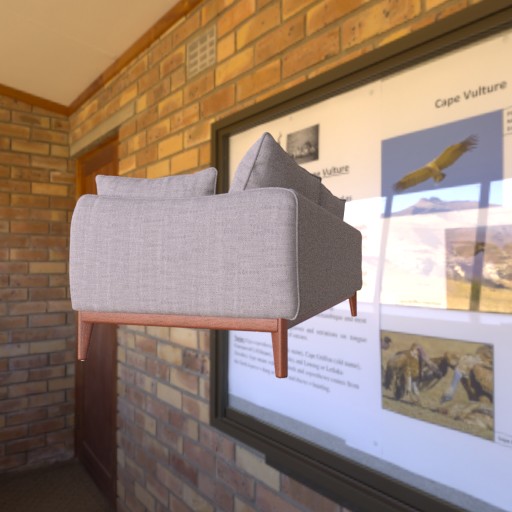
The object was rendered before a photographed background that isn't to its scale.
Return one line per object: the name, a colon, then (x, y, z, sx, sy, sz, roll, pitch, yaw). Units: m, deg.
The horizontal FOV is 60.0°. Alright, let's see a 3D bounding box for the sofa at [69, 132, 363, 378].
sofa: (0.000, 0.000, 2.495, 0.972, 0.851, 1.989, 0, -1, 20)
